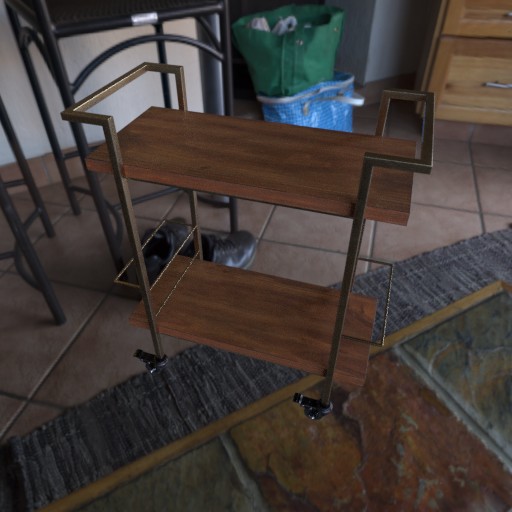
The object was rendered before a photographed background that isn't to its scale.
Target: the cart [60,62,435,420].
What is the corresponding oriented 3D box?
[{"bbox_3d":[0.000,0.000,1.149,0.695,0.807,0.364,12,42,14],"label":"cart"}]
